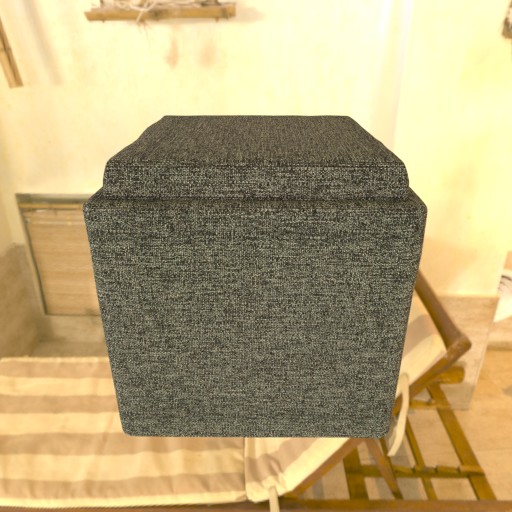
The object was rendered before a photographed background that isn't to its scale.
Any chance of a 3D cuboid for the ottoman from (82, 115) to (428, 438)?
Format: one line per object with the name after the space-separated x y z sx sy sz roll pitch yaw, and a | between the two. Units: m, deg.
0.000 0.000 0.824 0.450 0.463 0.450 0 26 0 | ottoman
